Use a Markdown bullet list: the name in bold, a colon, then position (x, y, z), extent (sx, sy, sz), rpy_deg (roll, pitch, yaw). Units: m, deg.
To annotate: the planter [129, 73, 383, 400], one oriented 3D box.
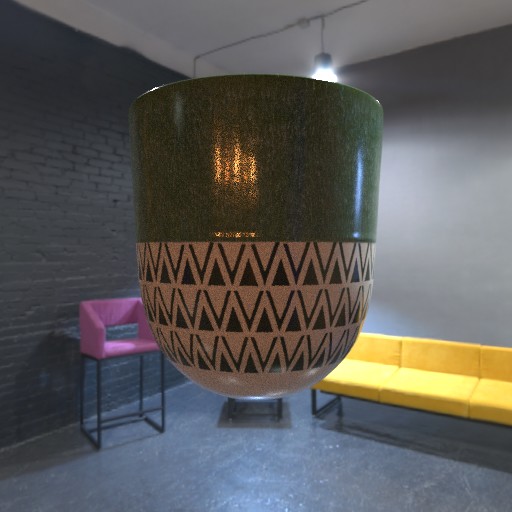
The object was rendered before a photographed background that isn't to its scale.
- **planter**: position (0.000, 0.000, 0.354), extent (0.195, 0.214, 0.195), rpy_deg (0, 1, 0)
